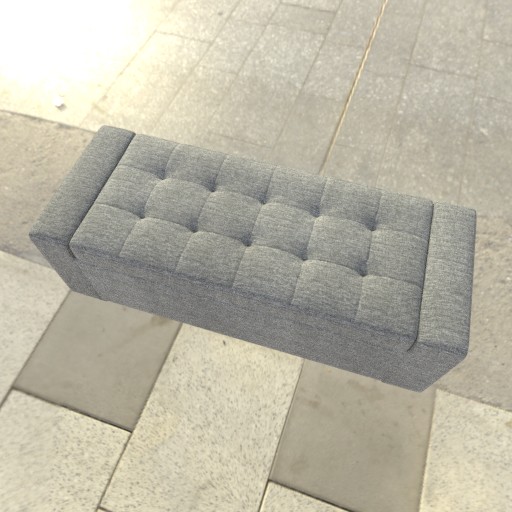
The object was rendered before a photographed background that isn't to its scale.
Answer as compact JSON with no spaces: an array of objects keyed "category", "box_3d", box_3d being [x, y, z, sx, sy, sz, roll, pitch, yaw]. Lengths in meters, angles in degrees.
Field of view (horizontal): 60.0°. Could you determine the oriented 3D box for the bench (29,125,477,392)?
[{"category":"bench","box_3d":[0.000,0.000,1.530,1.296,0.445,0.508,15,60,9]}]
